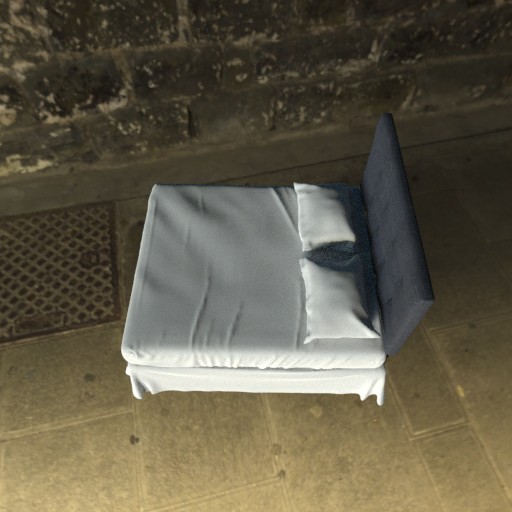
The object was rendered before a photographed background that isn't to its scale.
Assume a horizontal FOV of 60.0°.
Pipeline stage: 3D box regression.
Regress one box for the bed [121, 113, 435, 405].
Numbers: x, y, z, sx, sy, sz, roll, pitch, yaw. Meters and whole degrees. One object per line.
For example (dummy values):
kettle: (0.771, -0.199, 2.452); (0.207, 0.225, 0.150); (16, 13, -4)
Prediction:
bed: (0.000, 0.000, 3.586); (2.222, 1.577, 1.936); (1, 56, 1)
